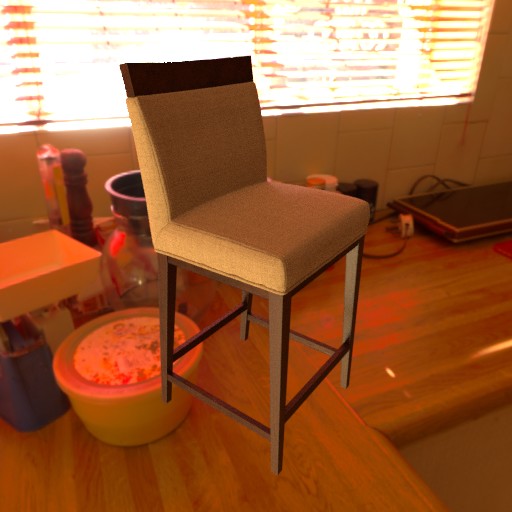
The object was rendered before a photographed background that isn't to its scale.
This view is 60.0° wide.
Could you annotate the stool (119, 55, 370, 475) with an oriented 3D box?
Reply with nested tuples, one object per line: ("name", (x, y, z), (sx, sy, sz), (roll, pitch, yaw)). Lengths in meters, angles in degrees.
("stool", (0.000, 0.000, 1.251), (0.480, 1.011, 0.463), (18, 32, 32))
